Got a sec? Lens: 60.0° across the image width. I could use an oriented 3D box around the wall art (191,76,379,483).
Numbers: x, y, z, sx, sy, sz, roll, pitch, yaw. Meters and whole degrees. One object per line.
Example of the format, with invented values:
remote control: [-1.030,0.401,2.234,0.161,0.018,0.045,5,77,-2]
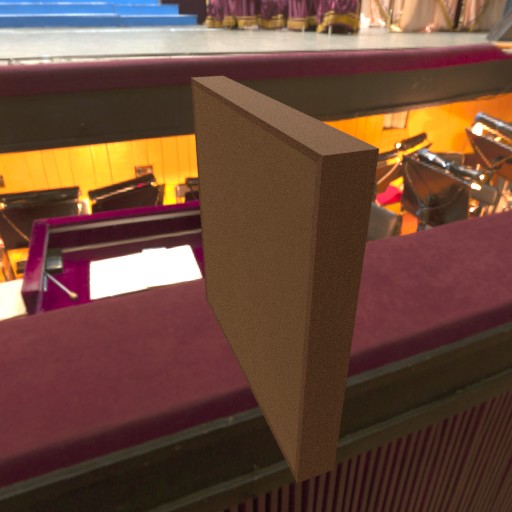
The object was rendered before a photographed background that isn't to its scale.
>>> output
wall art: [0.000,0.000,0.454,0.038,0.303,0.304,-11,32,-18]
